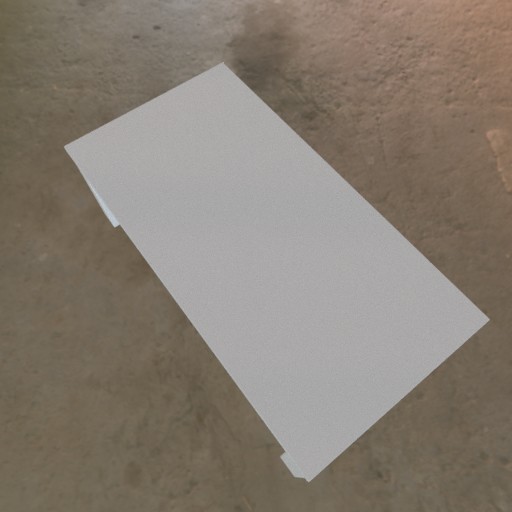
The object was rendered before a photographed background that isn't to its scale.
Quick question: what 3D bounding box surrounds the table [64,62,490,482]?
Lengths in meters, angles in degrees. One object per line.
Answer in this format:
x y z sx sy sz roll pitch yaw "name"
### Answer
0.000 0.000 1.656 0.700 0.470 1.350 -35 69 -16 "table"
